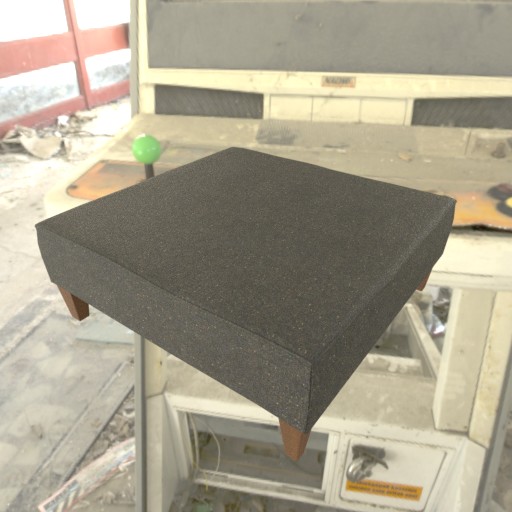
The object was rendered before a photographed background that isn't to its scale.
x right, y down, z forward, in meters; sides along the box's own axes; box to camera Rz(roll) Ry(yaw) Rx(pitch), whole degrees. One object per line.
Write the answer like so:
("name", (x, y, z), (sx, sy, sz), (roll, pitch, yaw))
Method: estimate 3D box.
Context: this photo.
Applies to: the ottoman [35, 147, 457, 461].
("ottoman", (0.000, 0.000, 1.516), (1.004, 0.382, 0.968), (21, 37, 31))
